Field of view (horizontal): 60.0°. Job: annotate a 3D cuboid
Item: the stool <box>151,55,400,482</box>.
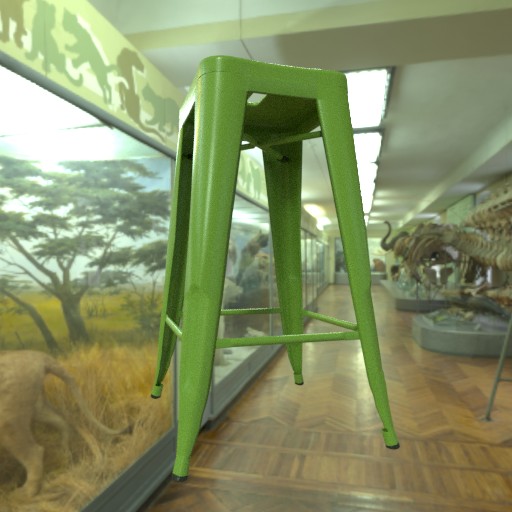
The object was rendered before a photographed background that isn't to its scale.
[{"bbox_3d":[0.000,0.000,0.831,0.358,0.609,0.398,0,0,-17],"label":"stool"}]
